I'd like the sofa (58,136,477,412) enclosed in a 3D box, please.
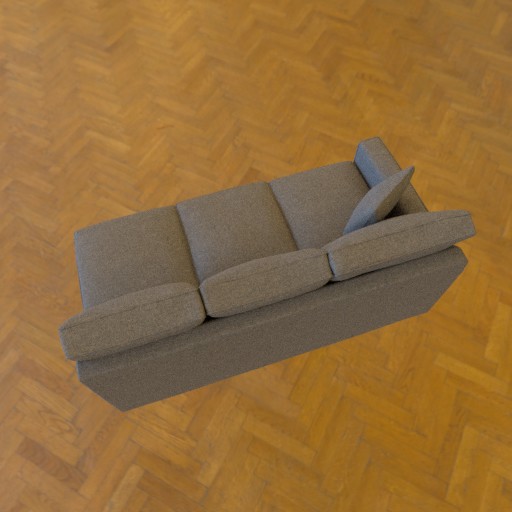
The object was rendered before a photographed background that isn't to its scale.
[{"bbox_3d":[0.000,0.000,2.521,1.963,0.946,1.034,-16,61,-9],"label":"sofa"}]
